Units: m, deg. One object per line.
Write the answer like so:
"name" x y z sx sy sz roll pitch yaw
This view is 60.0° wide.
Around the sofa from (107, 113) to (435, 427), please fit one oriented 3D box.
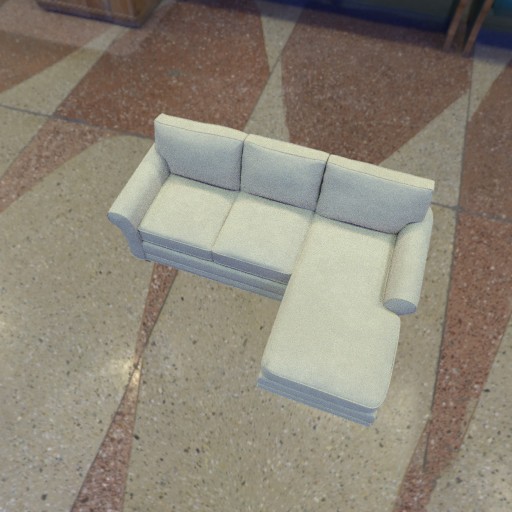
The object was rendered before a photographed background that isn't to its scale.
"sofa" 0.000 0.000 2.470 1.770 0.734 1.226 17 59 10
